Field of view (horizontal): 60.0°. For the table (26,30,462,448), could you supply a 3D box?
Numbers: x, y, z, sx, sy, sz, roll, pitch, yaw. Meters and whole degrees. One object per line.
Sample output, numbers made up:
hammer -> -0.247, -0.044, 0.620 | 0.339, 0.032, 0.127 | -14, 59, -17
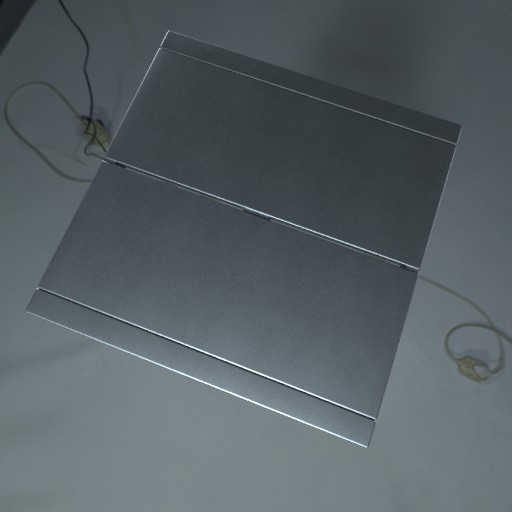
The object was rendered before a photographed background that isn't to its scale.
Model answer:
table -> 0.000, 0.000, 0.906 | 0.508, 0.508, 0.508 | 20, 76, 5
